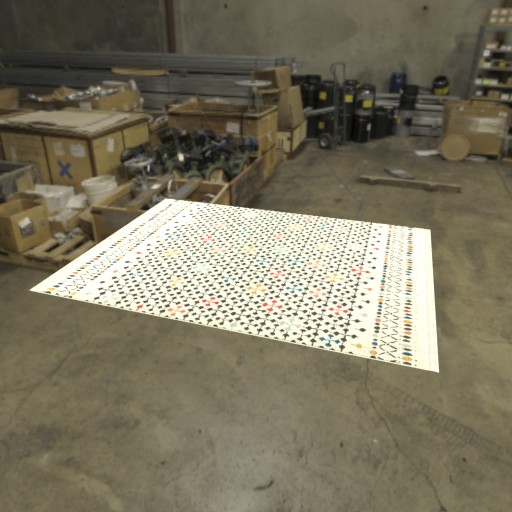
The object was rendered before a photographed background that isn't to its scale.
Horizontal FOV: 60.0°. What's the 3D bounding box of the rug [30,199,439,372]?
[{"bbox_3d":[0.000,0.000,2.063,1.556,0.006,1.146,8,28,16],"label":"rug"}]
